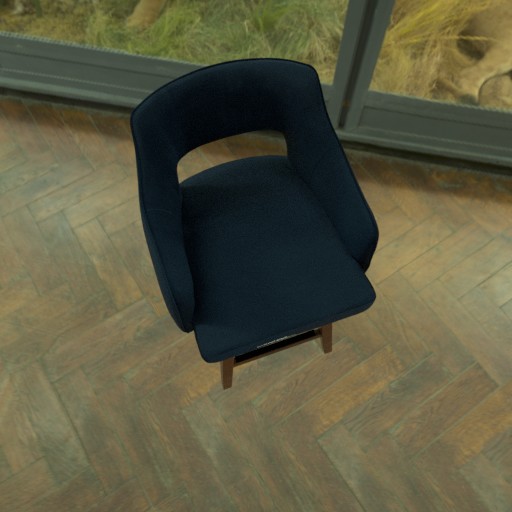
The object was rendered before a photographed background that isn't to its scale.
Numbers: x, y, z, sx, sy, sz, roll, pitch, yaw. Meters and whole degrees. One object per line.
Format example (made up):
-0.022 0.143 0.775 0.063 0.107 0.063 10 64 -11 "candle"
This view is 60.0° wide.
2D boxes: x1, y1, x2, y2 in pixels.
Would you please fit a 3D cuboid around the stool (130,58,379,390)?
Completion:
0.000 0.000 1.305 0.550 0.940 0.560 -17 66 -8 "stool"
